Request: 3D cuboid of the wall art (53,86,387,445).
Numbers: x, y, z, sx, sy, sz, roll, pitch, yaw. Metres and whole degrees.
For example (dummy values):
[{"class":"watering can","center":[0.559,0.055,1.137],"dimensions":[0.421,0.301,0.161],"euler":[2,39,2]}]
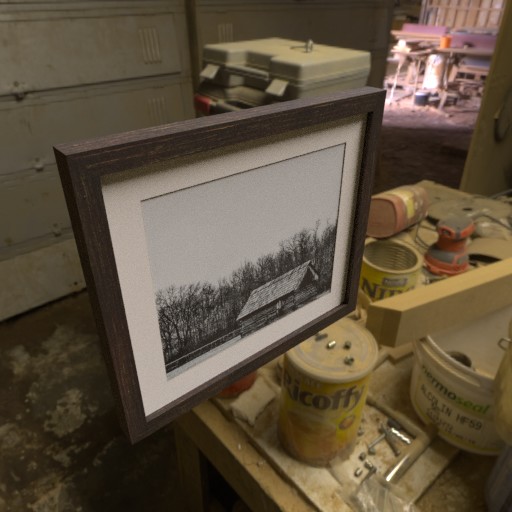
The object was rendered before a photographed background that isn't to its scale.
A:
[{"class":"wall art","center":[0.000,0.000,0.520],"dimensions":[0.381,0.330,0.031],"euler":[-23,38,-33]}]
